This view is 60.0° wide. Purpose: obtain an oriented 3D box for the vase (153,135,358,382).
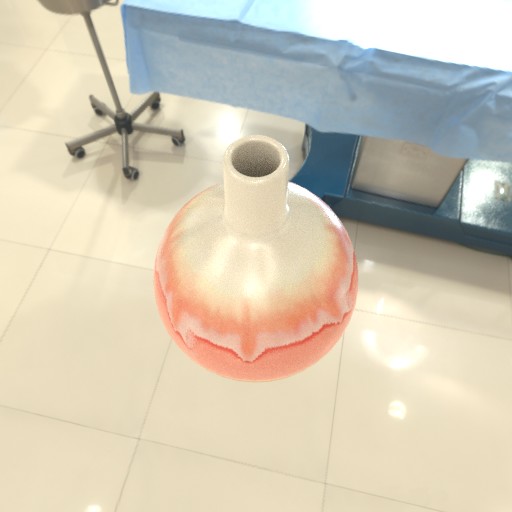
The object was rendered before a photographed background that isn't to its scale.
[{"bbox_3d":[0.000,0.000,0.277,0.137,0.176,0.137,0,59,0],"label":"vase"}]
